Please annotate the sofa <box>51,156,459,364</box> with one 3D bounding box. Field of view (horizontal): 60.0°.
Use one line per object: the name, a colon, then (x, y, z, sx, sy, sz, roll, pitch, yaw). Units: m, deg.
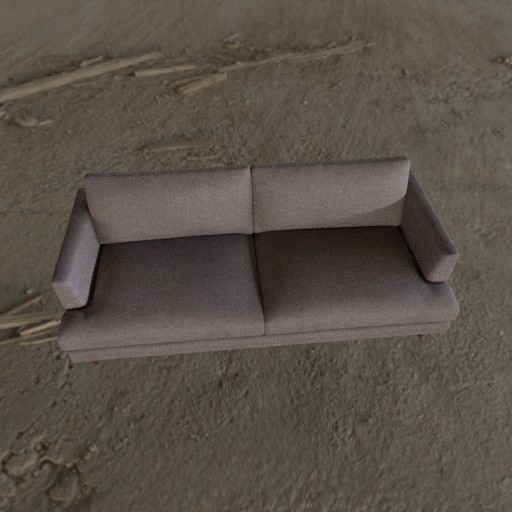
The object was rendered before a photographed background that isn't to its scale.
sofa: (0.000, 0.000, 2.768, 2.250, 0.868, 1.020, -4, 47, -4)
